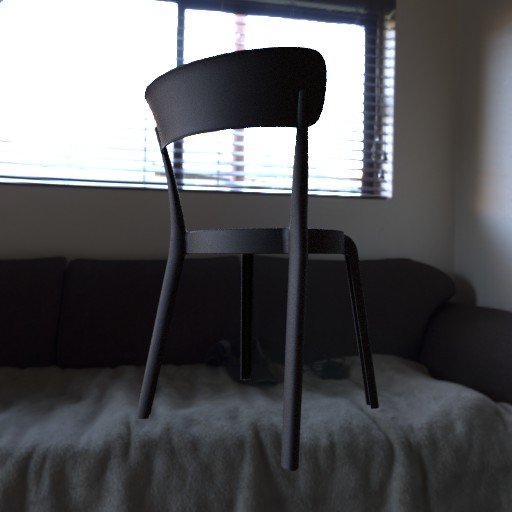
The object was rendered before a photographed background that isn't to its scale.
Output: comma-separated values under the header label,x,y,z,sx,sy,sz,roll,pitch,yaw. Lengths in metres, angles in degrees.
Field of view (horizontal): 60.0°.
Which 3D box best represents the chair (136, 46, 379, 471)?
label,x,y,z,sx,sy,sz,roll,pitch,yaw
chair,0.000,0.000,1.097,0.506,0.790,0.491,0,0,37
